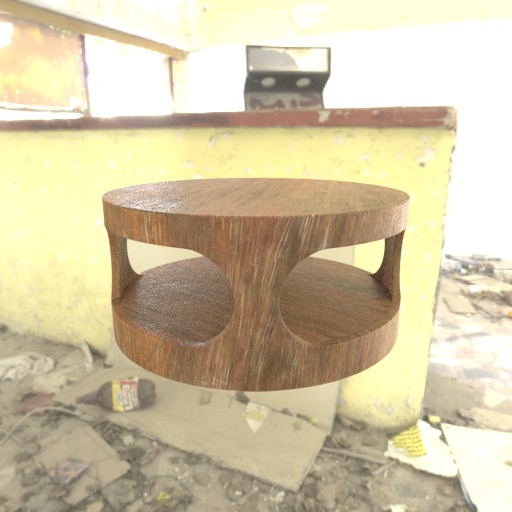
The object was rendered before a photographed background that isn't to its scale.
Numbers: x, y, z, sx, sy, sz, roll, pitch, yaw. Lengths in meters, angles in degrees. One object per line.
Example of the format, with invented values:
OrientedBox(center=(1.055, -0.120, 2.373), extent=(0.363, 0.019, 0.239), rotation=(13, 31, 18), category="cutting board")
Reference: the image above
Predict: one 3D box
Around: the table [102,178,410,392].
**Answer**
OrientedBox(center=(0.000, 0.000, 1.536), extent=(0.974, 0.450, 0.974), rotation=(0, 15, 0), category="table")
